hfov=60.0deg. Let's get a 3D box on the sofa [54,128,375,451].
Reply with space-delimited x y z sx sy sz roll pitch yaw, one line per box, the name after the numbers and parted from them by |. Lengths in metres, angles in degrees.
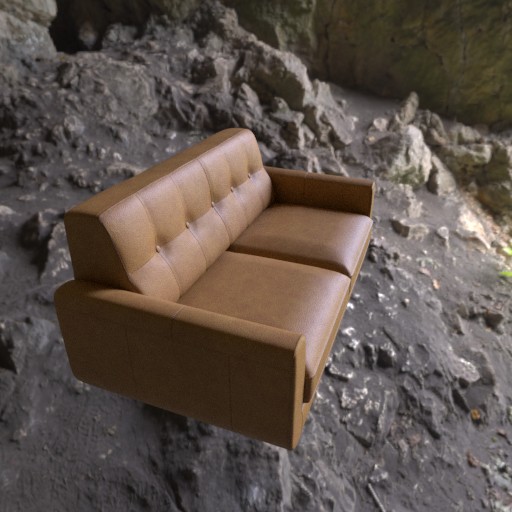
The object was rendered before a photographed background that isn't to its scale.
0.000 0.000 2.189 0.952 0.925 1.651 11 31 19 | sofa
